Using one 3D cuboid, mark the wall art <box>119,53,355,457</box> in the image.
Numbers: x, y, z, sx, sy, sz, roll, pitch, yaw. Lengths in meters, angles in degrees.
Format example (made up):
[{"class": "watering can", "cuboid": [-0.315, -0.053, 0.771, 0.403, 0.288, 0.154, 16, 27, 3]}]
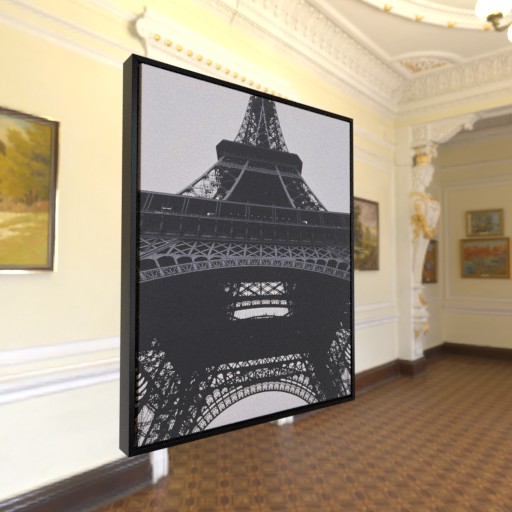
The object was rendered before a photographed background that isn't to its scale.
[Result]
[{"class": "wall art", "cuboid": [0.000, 0.000, 0.753, 0.451, 0.553, 0.039, 1, -2, -36]}]
